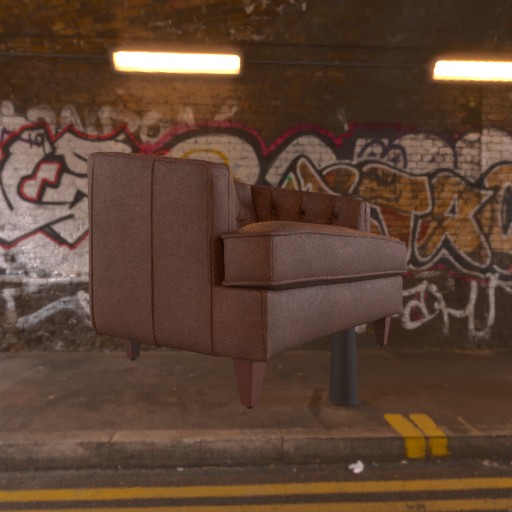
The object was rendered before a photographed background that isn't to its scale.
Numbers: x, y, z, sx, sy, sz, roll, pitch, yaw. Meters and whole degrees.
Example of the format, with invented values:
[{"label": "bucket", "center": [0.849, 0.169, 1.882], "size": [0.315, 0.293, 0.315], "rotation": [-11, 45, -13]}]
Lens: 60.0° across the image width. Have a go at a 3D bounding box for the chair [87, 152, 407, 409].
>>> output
[{"label": "chair", "center": [0.000, 0.000, 1.742], "size": [0.914, 0.787, 1.118], "rotation": [0, 0, 36]}]
